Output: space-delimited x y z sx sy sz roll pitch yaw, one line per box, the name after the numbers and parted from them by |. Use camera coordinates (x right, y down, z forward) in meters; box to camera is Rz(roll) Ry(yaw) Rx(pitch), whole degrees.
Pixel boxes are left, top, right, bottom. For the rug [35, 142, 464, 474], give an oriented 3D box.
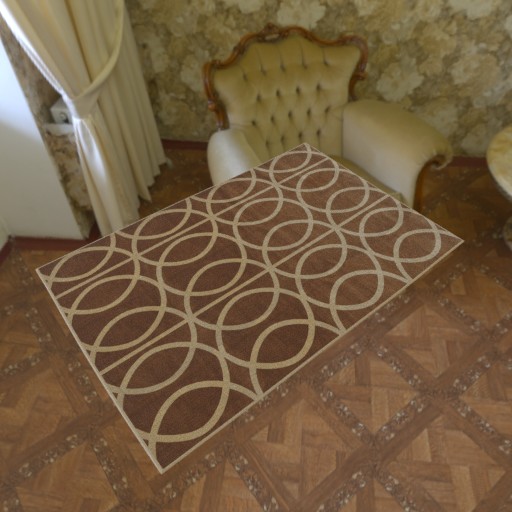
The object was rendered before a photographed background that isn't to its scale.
0.000 0.000 2.812 2.294 0.014 1.528 -30 54 -26 | rug
